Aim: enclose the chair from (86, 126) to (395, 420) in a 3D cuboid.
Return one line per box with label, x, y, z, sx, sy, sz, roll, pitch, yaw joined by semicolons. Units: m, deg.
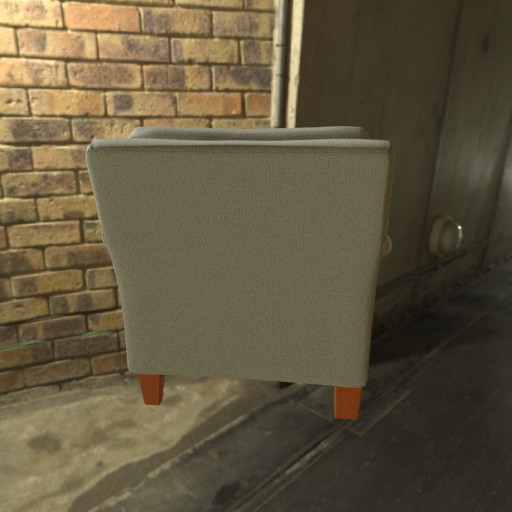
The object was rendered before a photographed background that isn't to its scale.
chair;0.000;0.000;1.852;0.955;1.038;1.070;2;16;6
